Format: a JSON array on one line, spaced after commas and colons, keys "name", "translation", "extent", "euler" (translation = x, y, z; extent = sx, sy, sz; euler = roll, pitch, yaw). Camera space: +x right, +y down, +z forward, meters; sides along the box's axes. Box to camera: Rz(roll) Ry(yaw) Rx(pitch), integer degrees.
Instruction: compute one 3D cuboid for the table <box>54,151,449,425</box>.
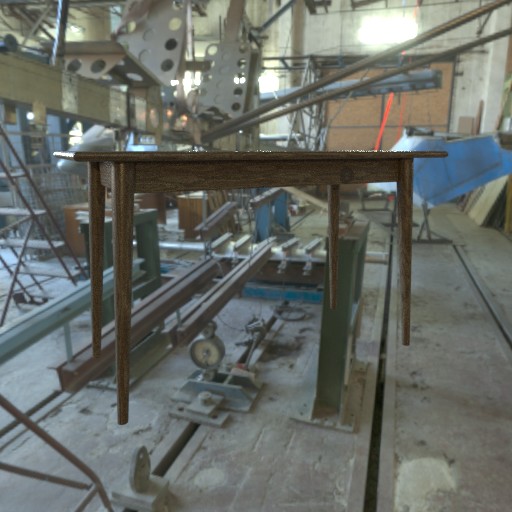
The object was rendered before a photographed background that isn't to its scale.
[{"name": "table", "translation": [0.000, 0.000, 1.693], "extent": [1.300, 0.780, 0.599], "euler": [-7, 15, -27]}]
